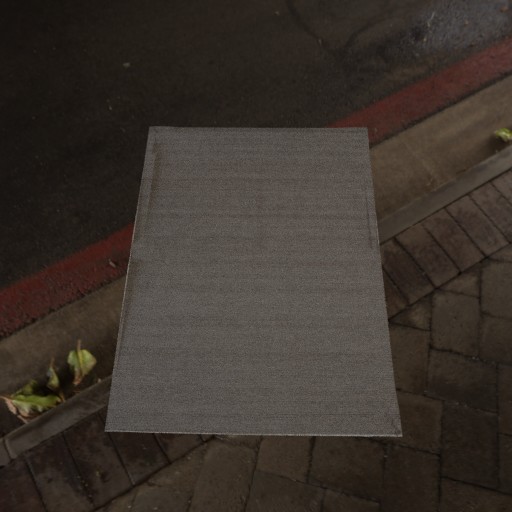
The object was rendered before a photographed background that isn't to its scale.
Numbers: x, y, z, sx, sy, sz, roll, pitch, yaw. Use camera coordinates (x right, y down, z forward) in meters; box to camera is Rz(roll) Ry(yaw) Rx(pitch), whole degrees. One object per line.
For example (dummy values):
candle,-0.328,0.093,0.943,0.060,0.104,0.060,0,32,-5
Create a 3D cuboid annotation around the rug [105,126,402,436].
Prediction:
rug,0.000,0.000,5.042,2.873,0.053,3.778,1,65,0
